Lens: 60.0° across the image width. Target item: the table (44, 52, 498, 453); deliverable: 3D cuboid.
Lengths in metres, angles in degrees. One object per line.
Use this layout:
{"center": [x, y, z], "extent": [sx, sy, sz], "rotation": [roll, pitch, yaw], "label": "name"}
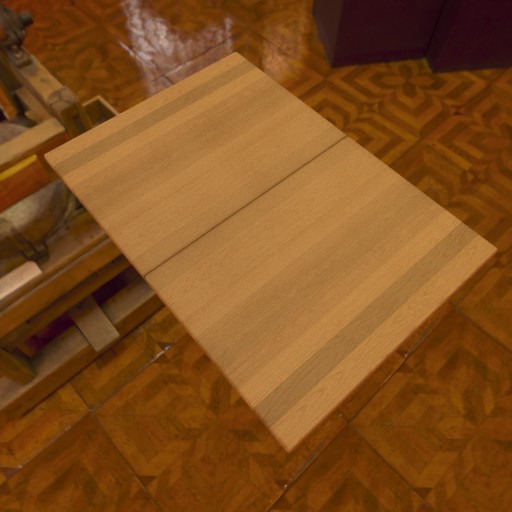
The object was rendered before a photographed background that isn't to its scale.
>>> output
{"center": [0.000, 0.000, 1.821], "extent": [0.900, 0.770, 1.300], "rotation": [-37, 66, -19], "label": "table"}
